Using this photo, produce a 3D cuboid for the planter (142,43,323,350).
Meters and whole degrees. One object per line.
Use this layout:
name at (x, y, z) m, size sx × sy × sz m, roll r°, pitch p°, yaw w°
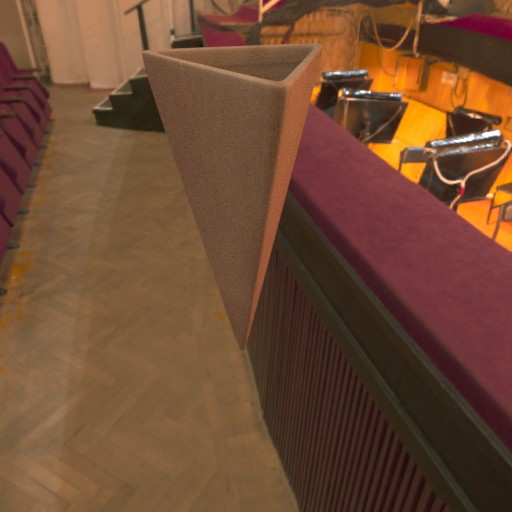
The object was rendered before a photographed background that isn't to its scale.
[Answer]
planter at (0.000, 0.000, 0.271) m, size 0.101 × 0.224 × 0.081 m, roll -9°, pitch 33°, yaw -14°
